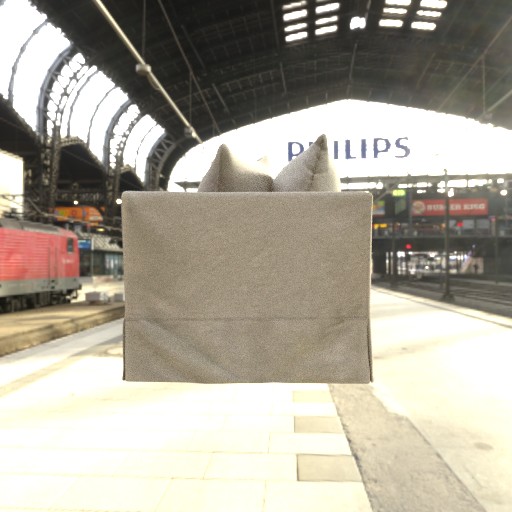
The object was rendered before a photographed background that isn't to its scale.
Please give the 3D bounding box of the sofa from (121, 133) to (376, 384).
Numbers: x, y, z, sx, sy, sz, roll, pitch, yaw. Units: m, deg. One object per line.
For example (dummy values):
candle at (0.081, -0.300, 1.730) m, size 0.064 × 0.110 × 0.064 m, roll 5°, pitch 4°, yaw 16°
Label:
sofa at (0.000, 0.000, 2.821) m, size 1.031 × 1.034 × 2.290 m, roll 0°, pitch -1°, yaw 2°
